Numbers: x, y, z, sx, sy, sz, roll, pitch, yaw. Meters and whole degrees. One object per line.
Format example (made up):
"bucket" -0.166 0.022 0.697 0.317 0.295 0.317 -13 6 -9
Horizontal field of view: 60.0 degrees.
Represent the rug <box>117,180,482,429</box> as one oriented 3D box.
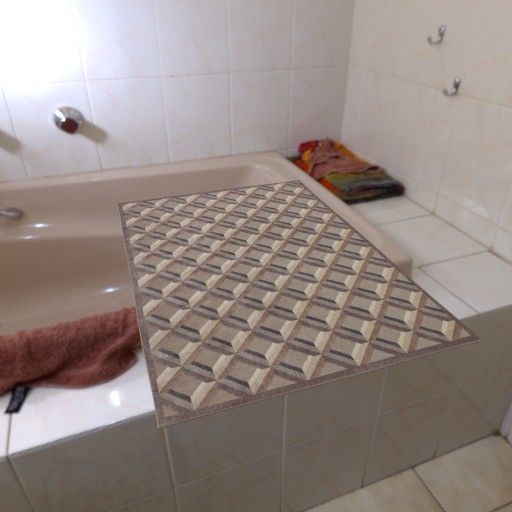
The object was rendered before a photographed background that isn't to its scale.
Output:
"rug" 0.000 0.000 2.888 1.600 0.013 2.260 -10 33 -16
